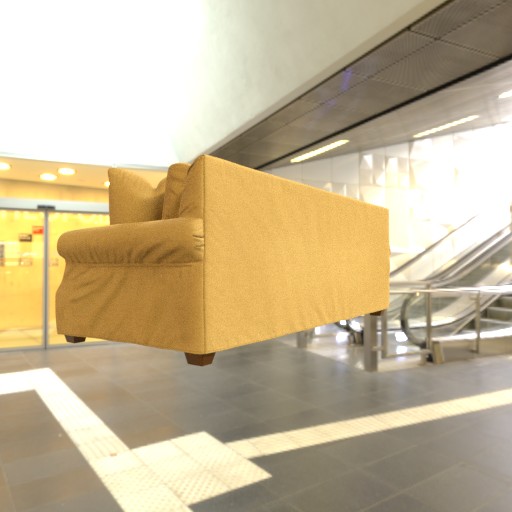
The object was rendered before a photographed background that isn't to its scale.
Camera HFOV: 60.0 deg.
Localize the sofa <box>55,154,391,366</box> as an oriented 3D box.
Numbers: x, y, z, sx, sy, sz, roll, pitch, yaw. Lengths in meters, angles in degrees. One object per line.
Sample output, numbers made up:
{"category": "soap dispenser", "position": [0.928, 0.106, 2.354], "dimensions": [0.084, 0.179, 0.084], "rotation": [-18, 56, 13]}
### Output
{"category": "sofa", "position": [0.000, 0.000, 2.870], "dimensions": [1.067, 0.904, 2.285], "rotation": [-1, -1, 35]}
